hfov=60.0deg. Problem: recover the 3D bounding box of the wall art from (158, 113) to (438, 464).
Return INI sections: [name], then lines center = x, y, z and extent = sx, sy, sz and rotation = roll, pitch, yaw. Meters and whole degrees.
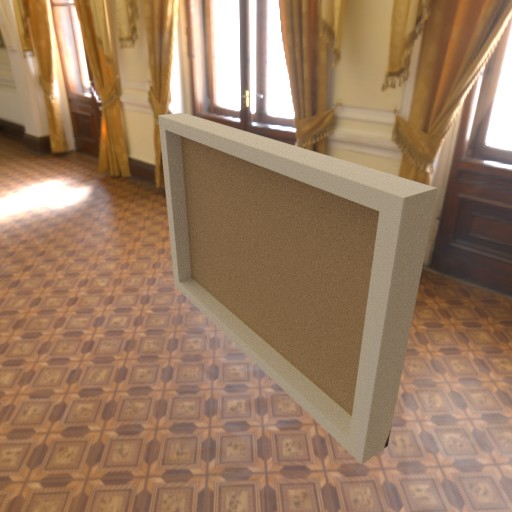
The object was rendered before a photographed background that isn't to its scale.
[wall art]
center = 0.000, 0.000, 0.493
extent = 0.039, 0.254, 0.384
rotation = -17, 32, -30
